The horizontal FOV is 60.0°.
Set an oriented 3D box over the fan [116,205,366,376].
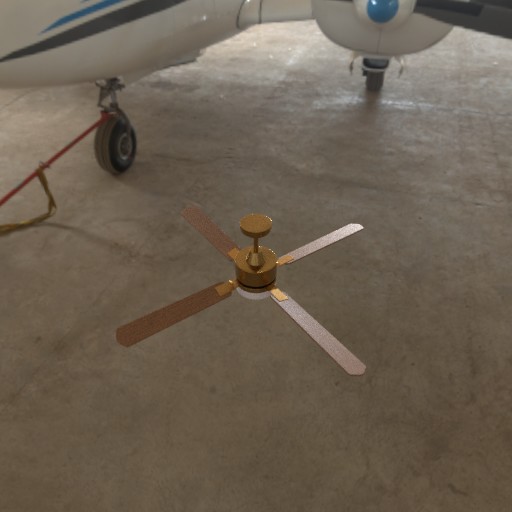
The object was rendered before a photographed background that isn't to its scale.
[{"bbox_3d":[0.000,0.000,1.939,1.320,0.355,1.320,-24,45,-26],"label":"fan"}]
